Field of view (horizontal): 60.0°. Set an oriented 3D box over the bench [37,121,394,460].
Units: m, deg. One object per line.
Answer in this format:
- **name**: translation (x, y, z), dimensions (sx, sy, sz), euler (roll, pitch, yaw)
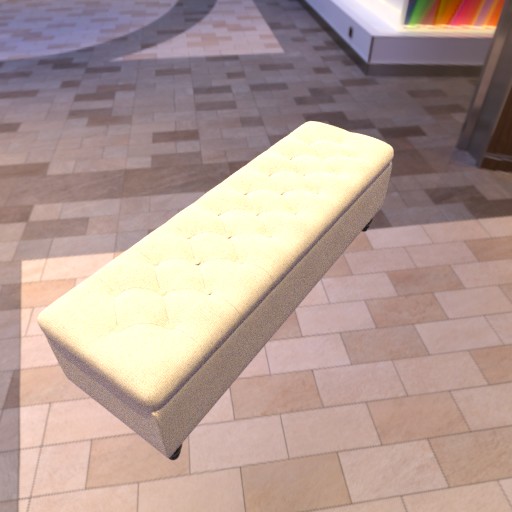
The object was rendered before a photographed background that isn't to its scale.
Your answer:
- **bench**: translation (0.000, 0.000, 1.689), dimensions (0.455, 0.467, 1.480), euler (25, 48, 25)
